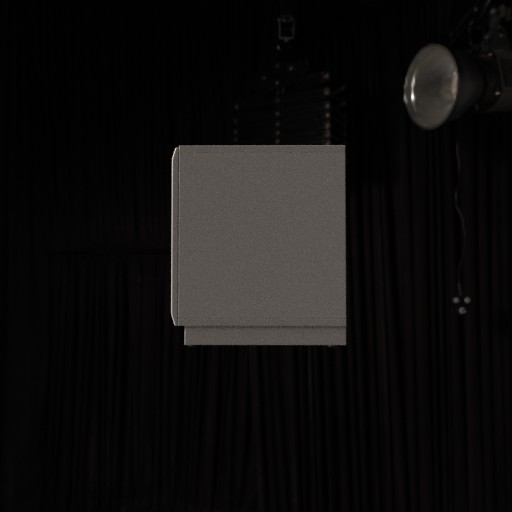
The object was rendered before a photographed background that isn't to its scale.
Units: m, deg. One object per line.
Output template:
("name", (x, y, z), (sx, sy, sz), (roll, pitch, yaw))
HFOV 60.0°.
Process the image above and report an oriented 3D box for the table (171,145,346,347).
("table", (0.000, 0.000, 1.737), (0.400, 0.440, 1.550), (0, -2, 0))
